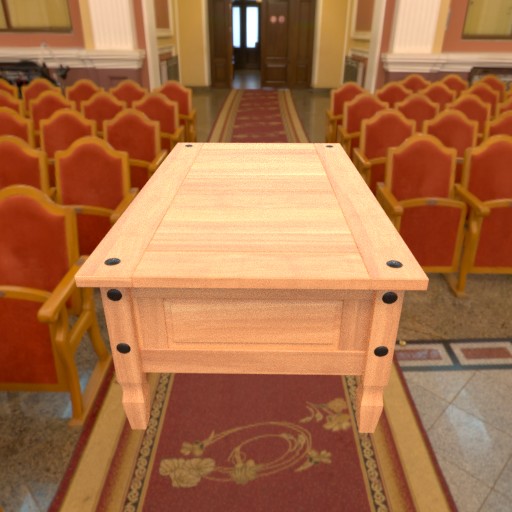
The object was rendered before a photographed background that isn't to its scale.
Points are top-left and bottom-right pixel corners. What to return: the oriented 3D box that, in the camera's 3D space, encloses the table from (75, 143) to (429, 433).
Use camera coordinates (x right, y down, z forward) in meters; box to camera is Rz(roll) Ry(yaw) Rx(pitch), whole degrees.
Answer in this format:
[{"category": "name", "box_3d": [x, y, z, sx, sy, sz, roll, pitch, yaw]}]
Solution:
[{"category": "table", "box_3d": [0.000, 0.000, 1.290, 0.600, 0.437, 1.000, 0, 27, 1]}]
